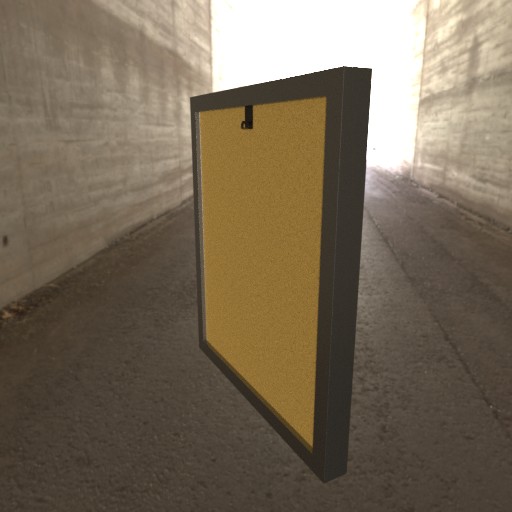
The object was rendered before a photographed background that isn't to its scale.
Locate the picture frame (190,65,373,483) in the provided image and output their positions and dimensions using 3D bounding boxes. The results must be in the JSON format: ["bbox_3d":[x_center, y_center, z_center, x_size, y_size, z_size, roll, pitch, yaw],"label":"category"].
[{"bbox_3d":[0.000,0.000,1.349,0.073,0.968,0.839,-8,17,-28],"label":"picture frame"}]
